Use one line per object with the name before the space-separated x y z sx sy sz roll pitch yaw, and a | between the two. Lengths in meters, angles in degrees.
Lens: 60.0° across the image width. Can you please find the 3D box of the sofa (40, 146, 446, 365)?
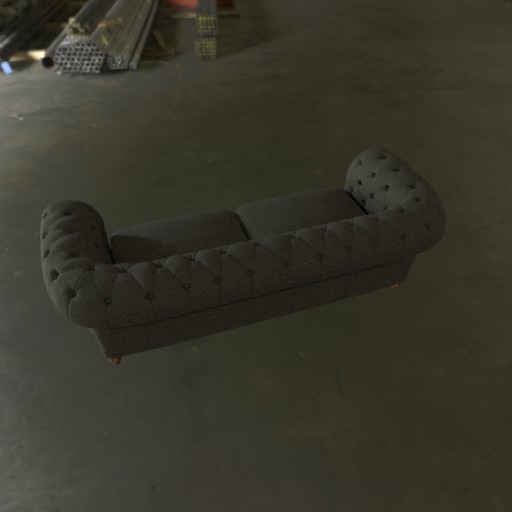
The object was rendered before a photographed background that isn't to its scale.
sofa | 0.000 0.000 2.741 2.362 0.762 0.991 -13 42 -15
